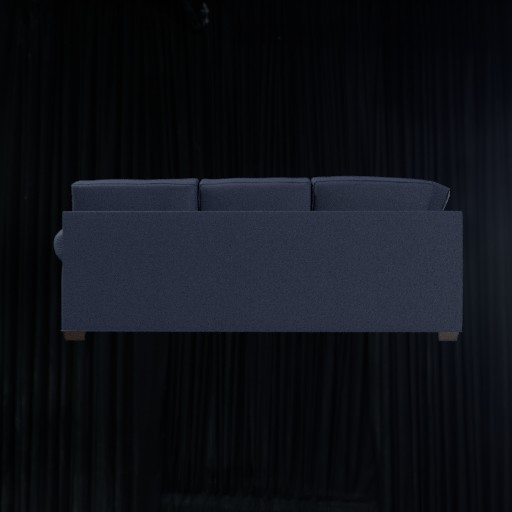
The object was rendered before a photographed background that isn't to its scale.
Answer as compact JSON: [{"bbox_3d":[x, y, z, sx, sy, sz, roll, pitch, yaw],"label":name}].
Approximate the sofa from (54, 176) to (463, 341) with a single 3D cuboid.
[{"bbox_3d":[0.000,0.000,3.962,2.562,1.042,2.487,0,0,1],"label":"sofa"}]
